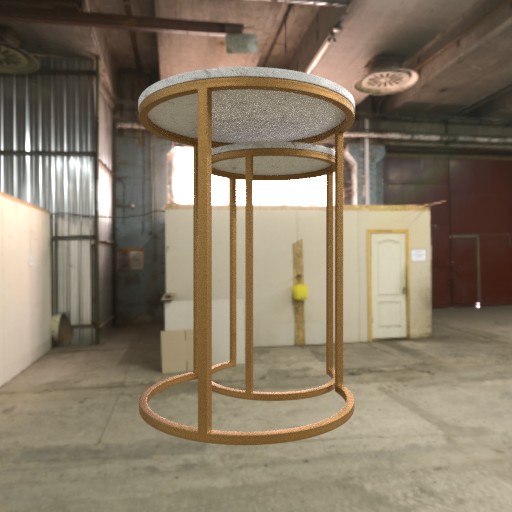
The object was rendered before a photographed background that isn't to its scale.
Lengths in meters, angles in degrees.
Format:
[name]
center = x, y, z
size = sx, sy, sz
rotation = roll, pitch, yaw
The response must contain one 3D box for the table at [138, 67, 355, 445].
[table]
center = 0.000, 0.000, 0.894
size = 0.400, 0.550, 0.507
rotation = 0, 0, 18
